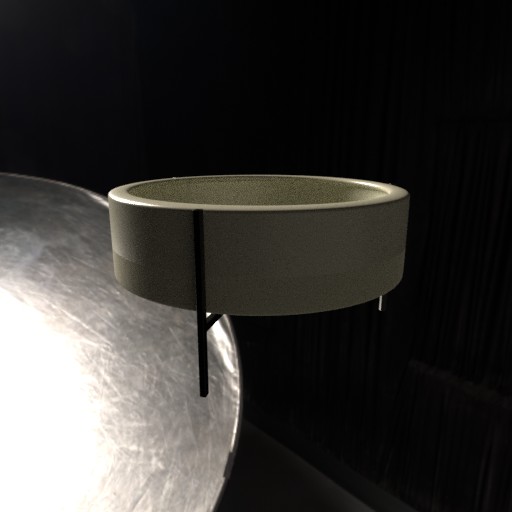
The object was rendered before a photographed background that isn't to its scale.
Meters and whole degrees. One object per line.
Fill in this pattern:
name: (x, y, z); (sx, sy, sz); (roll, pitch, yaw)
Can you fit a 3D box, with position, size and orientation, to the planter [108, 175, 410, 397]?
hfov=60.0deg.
planter: (0.000, 0.000, 0.542); (0.336, 0.171, 0.345); (-14, 20, -41)
